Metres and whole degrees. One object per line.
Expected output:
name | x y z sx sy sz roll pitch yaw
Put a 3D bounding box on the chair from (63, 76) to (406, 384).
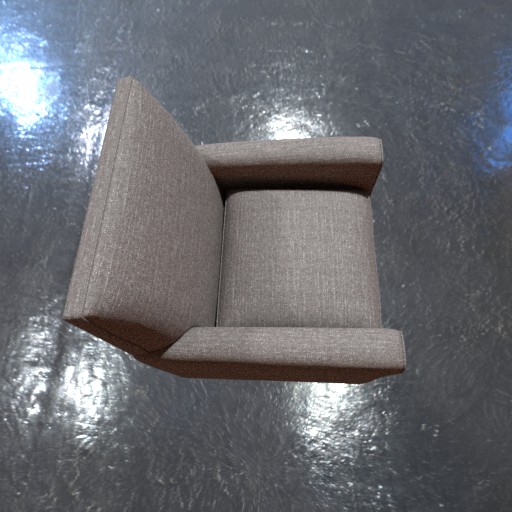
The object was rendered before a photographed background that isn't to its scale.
chair | 0.000 0.000 1.564 0.875 0.885 0.838 2 64 1
